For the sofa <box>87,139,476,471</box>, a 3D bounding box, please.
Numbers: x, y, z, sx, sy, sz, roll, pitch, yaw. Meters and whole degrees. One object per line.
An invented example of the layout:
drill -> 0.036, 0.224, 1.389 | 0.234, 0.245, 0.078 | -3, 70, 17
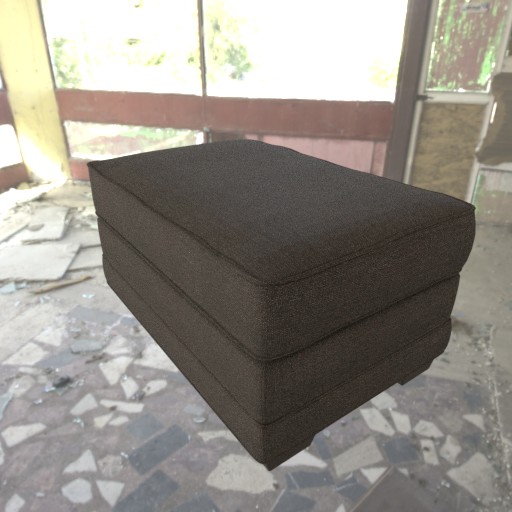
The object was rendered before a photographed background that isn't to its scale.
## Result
sofa -> 0.000, 0.000, 1.165 | 0.578, 0.457, 0.854 | -18, 32, -32
